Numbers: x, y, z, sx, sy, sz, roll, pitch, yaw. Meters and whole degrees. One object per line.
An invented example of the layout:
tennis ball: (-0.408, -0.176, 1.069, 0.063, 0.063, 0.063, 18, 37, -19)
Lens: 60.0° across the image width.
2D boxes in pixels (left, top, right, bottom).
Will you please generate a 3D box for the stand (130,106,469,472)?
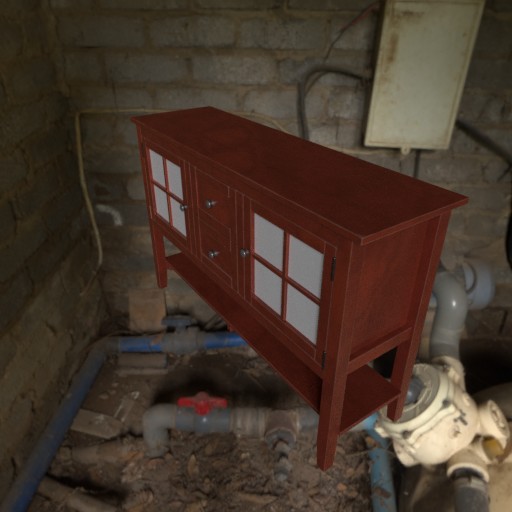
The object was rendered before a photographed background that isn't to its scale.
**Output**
stand: (0.000, 0.000, 1.755, 0.410, 0.872, 1.362, -19, 35, -29)
